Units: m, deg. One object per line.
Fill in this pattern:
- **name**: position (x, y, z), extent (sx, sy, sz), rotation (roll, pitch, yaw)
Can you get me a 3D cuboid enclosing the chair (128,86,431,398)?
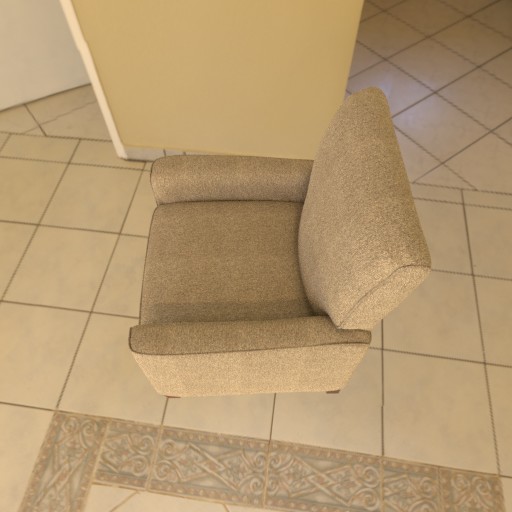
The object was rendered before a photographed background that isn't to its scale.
- **chair**: position (0.000, 0.000, 1.636), extent (0.858, 1.028, 0.841), rotation (-1, 58, -1)
